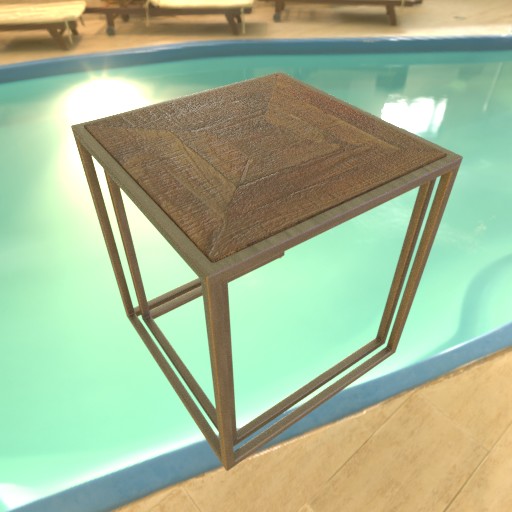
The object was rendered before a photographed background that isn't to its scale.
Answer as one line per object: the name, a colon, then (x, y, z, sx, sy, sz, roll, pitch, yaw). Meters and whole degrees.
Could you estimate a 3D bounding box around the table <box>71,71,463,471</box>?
table: (0.000, 0.000, 0.872, 0.449, 0.500, 0.450, -25, 47, -26)
